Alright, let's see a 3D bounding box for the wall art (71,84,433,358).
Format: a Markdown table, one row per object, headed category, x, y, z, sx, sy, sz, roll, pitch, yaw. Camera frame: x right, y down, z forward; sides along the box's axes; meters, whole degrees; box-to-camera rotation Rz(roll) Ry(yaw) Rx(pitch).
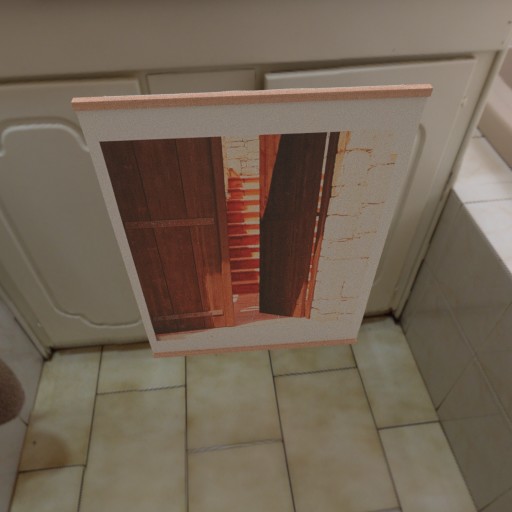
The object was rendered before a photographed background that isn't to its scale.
| category | x | y | z | sx | sy | sz | roll | pitch | yaw |
| --- | --- | --- | --- | --- | --- | --- | --- | --- | --- |
| wall art | 0.000 | 0.000 | 1.295 | 0.758 | 1.013 | 0.020 | -3 | 47 | -3 |
